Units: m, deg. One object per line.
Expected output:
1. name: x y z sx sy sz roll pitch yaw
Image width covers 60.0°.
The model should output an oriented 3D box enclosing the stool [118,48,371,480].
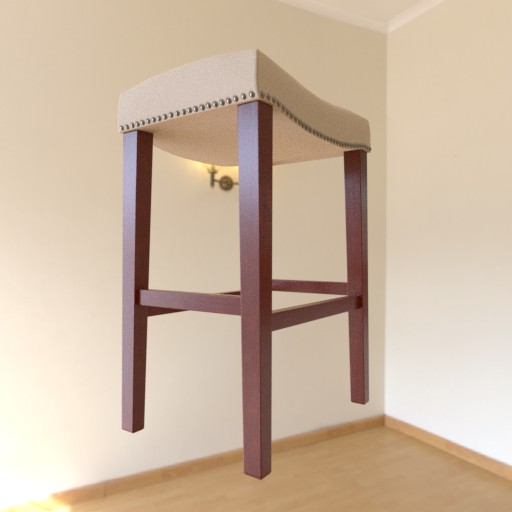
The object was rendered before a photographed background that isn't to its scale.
1. stool: 0.000 0.000 1.031 0.372 0.742 0.504 0 1 36
